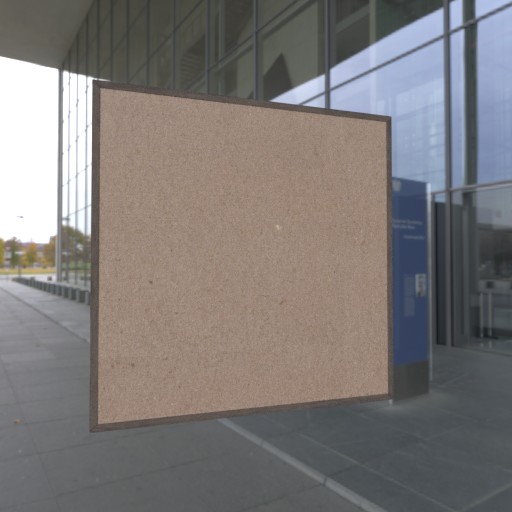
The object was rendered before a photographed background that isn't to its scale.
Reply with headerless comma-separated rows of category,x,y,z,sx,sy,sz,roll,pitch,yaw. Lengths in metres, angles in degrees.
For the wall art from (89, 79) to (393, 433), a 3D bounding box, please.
wall art,0.000,0.000,1.092,0.762,0.762,0.038,0,-1,-18
